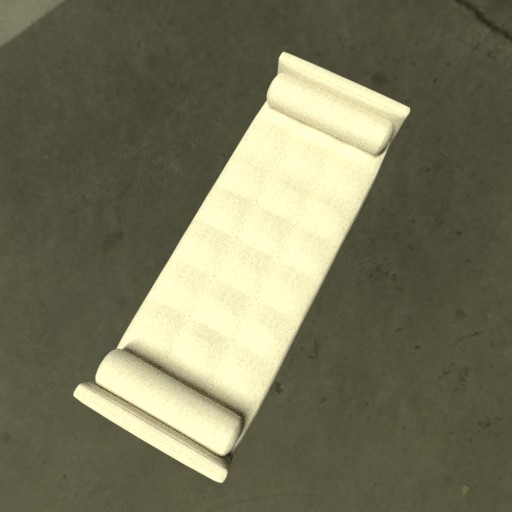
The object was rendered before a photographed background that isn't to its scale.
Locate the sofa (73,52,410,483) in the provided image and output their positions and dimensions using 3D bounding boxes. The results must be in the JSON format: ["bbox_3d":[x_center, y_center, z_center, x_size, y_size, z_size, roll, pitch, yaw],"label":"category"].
[{"bbox_3d":[0.000,0.000,2.480,0.797,0.655,2.102,27,76,7],"label":"sofa"}]
